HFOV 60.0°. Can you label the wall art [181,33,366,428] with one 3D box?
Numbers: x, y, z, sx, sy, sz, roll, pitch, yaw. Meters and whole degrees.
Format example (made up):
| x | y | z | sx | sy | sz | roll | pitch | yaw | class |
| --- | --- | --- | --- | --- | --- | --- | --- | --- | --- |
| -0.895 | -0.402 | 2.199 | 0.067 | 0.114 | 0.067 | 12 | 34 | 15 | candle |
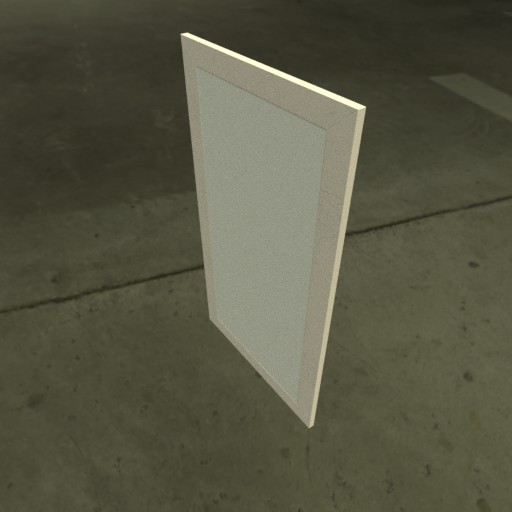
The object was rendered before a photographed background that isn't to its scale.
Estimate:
| x | y | z | sx | sy | sz | roll | pitch | yaw | class |
| --- | --- | --- | --- | --- | --- | --- | --- | --- | --- |
| 0.000 | 0.000 | 0.819 | 0.013 | 0.683 | 0.380 | -27 | 47 | -27 | wall art |
